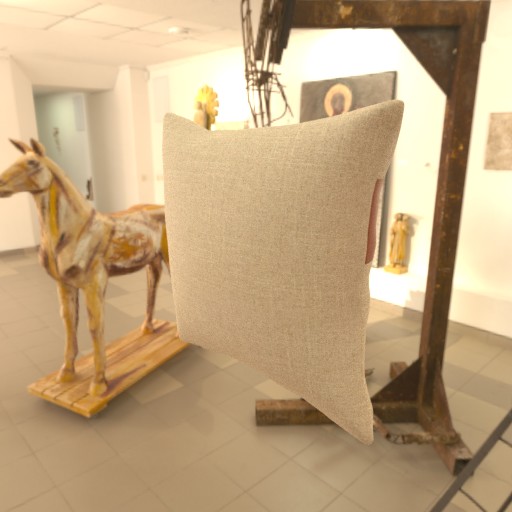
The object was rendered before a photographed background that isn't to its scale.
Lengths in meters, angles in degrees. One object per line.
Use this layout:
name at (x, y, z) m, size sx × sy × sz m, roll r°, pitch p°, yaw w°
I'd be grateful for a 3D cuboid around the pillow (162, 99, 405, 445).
pillow at (0.000, 0.000, 0.626) m, size 0.173 × 0.399 × 0.414 m, roll -14°, pitch 21°, yaw -42°
